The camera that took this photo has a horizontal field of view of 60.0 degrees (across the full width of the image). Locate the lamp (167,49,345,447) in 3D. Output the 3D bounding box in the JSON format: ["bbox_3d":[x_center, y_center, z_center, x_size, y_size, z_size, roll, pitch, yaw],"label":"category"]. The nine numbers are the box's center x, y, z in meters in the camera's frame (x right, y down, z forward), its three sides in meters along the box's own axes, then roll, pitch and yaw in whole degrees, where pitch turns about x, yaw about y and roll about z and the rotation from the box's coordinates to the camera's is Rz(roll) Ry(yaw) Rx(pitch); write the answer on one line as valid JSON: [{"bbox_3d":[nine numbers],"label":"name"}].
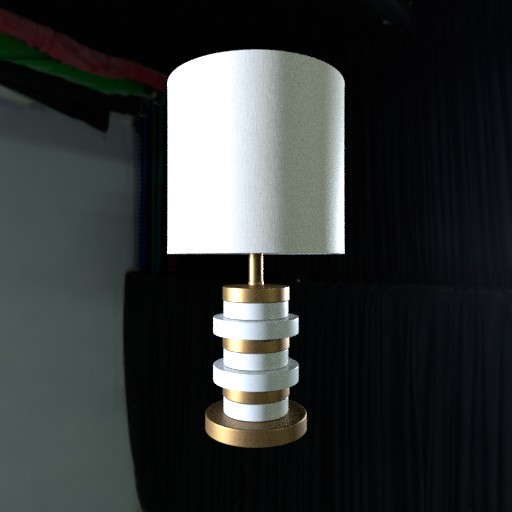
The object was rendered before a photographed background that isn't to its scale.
[{"bbox_3d":[0.000,0.000,0.535,0.210,0.410,0.210,0,0,34],"label":"lamp"}]
